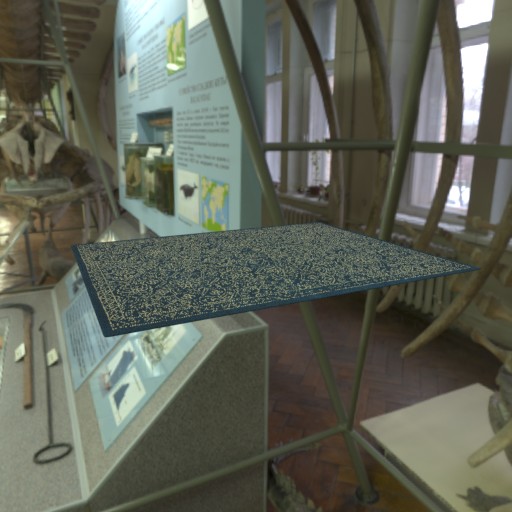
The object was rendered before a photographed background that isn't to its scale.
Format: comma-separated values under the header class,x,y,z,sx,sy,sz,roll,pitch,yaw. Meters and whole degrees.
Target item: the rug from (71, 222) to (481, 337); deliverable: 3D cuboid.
class,x,y,z,sx,sy,sz,roll,pitch,yaw
rug,0.000,0.000,4.142,3.048,0.010,2.438,-7,16,-25
